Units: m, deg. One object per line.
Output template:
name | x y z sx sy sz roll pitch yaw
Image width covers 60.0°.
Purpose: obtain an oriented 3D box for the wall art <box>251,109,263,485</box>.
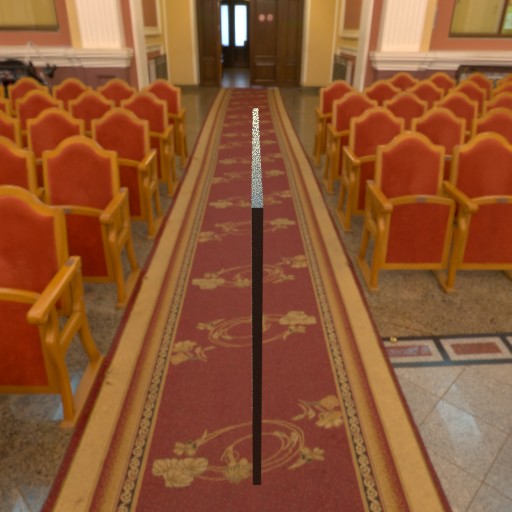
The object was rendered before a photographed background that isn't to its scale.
wall art | 0.000 0.000 1.267 0.019 0.660 0.957 0 27 0
